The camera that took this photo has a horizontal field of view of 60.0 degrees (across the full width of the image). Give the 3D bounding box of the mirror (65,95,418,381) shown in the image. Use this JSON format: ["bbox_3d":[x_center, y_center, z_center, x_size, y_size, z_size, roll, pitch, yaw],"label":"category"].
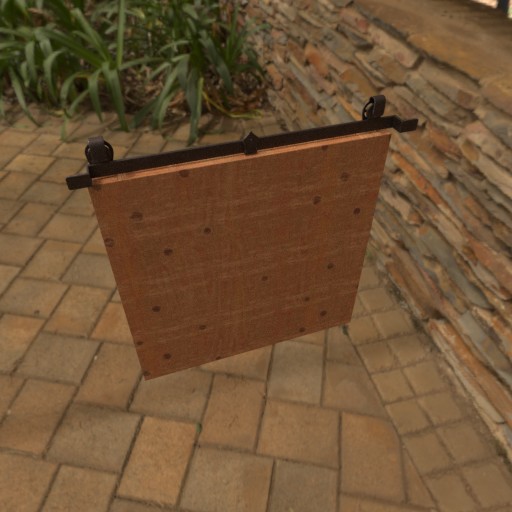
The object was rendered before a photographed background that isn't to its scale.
[{"bbox_3d":[0.000,0.000,1.206,0.805,0.800,0.054,-13,43,-14],"label":"mirror"}]
